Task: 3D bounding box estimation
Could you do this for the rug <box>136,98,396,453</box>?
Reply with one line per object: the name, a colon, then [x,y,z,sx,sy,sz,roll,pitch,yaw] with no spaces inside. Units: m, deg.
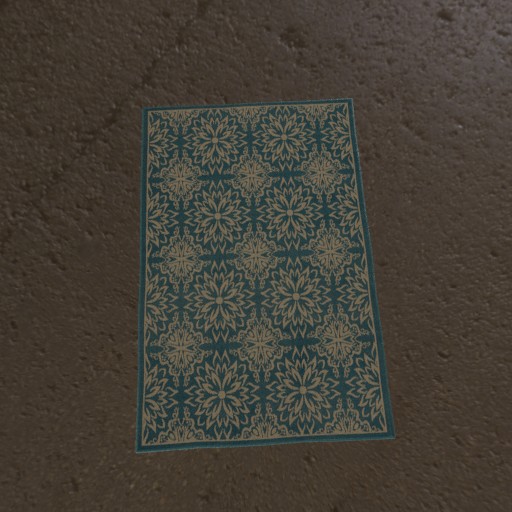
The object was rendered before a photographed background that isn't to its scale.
rug: [0.000,0.000,2.306,1.211,0.012,1.833,-3,74,-1]
